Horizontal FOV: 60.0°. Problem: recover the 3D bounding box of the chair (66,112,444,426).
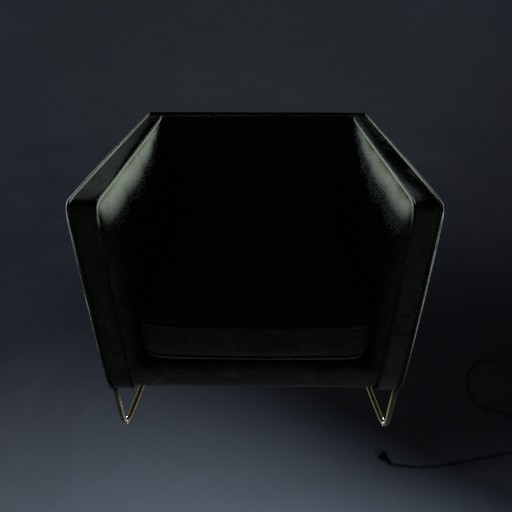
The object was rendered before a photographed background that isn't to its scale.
[{"bbox_3d":[0.000,0.000,1.544,0.880,0.790,0.894,0,31,0],"label":"chair"}]
